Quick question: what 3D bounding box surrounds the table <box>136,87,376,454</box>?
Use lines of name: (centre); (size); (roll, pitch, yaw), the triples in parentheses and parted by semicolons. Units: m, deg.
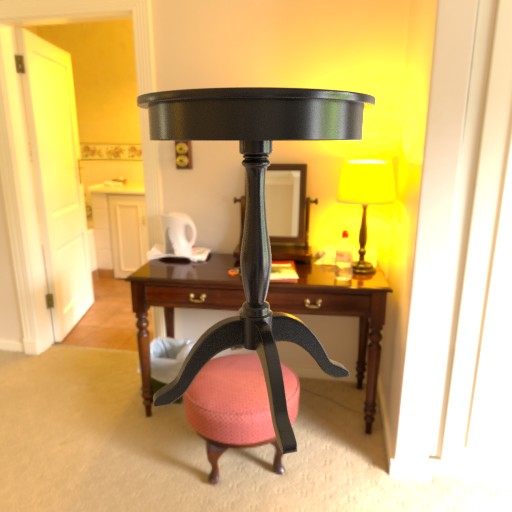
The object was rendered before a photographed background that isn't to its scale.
table: (0.000, 0.000, 0.996); (0.481, 0.665, 0.481); (0, 15, 0)
